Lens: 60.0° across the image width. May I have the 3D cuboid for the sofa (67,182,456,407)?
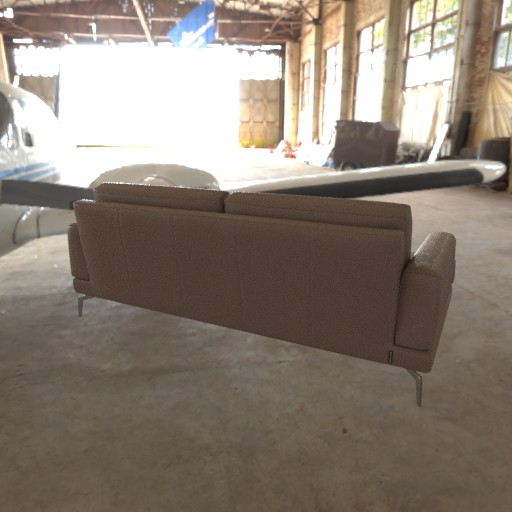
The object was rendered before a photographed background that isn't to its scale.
[{"bbox_3d":[0.000,0.000,2.389,1.940,0.765,0.974,8,18,27],"label":"sofa"}]
